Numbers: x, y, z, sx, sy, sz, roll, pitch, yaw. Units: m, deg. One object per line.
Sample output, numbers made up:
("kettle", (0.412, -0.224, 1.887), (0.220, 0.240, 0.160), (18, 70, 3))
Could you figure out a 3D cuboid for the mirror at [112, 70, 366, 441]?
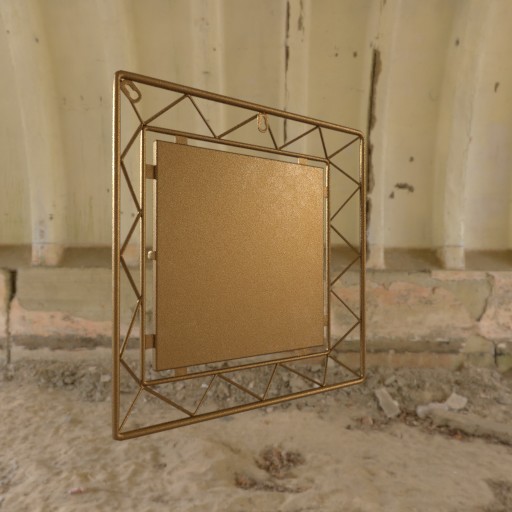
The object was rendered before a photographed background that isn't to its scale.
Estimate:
("mirror", (0.000, 0.000, 0.625), (0.416, 0.414, 0.046), (0, -1, -36))
